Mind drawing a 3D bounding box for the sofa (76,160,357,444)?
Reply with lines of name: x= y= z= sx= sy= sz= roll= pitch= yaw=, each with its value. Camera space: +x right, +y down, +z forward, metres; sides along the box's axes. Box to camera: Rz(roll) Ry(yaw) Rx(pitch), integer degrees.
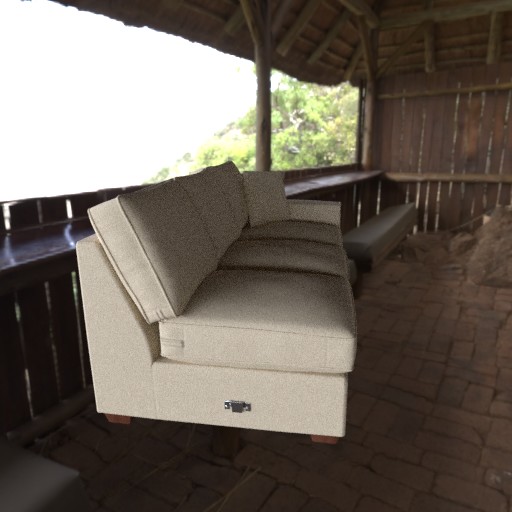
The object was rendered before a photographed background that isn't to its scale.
sofa: x=0.000 y=0.000 z=2.512 sx=1.034 sy=0.946 sz=1.963 roll=2 pitch=16 yaw=9
